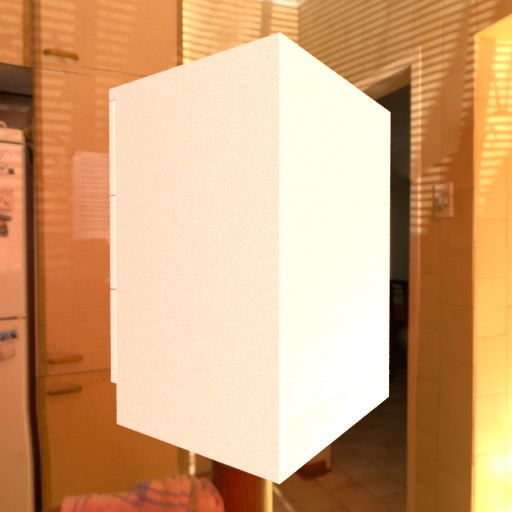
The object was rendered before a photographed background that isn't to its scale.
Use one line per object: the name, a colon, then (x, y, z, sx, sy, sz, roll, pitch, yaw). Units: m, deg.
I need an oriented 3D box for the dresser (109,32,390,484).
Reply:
dresser: (0.000, 0.000, 0.816, 0.360, 0.560, 0.400, 1, 1, 36)
